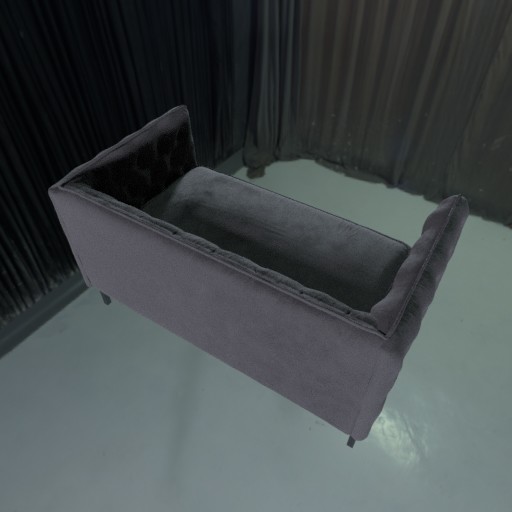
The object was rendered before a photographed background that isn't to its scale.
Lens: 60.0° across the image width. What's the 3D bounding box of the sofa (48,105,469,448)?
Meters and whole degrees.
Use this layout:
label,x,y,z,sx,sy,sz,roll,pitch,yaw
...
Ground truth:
label,x,y,z,sx,sy,sz,roll,pitch,yaw
sofa,0.000,0.000,2.109,1.583,0.810,0.909,24,50,22
